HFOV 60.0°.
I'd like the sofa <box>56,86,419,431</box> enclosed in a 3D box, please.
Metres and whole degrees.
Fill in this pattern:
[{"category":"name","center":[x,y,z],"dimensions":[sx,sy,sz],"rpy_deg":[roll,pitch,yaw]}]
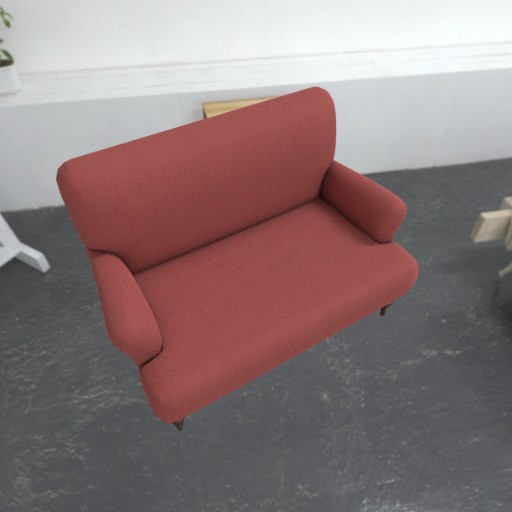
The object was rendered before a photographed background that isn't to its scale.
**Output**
[{"category":"sofa","center":[0.000,0.000,1.834],"dimensions":[1.297,0.889,0.779],"rpy_deg":[-24,51,-21]}]
